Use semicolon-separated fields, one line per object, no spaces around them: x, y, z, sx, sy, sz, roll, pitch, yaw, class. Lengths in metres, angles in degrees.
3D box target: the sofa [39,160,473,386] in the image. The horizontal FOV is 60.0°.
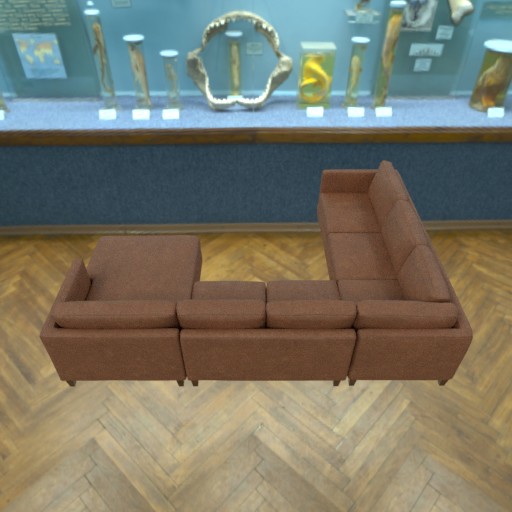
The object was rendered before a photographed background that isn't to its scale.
0.000;0.000;4.597;3.460;0.923;2.593;0;41;0;sofa
